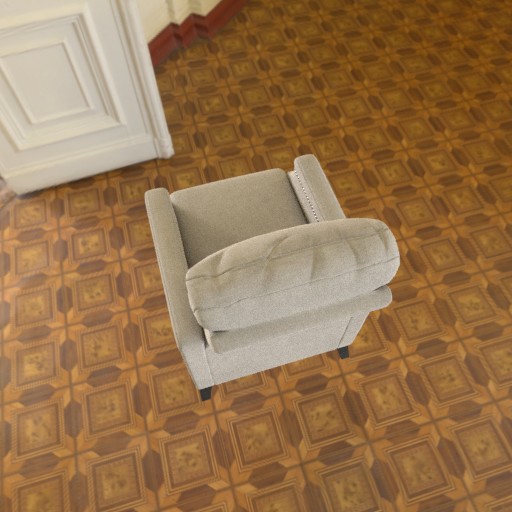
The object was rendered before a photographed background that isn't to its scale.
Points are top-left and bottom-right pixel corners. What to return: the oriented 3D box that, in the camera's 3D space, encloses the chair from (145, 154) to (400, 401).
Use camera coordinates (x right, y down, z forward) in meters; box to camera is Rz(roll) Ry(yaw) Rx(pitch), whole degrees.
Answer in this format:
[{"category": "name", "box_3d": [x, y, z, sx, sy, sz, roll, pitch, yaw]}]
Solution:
[{"category": "chair", "box_3d": [0.000, 0.000, 1.684, 0.710, 1.049, 0.922, -14, 60, -9]}]
